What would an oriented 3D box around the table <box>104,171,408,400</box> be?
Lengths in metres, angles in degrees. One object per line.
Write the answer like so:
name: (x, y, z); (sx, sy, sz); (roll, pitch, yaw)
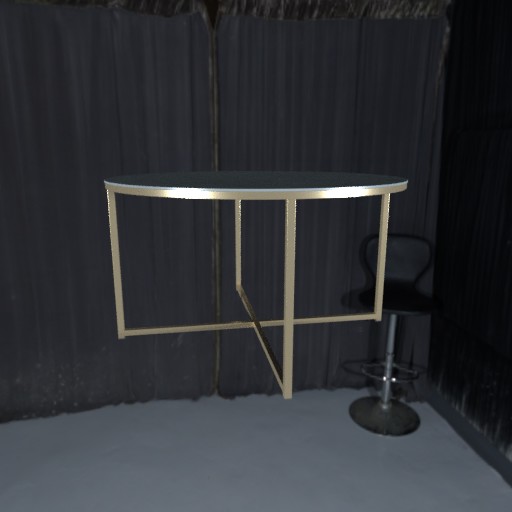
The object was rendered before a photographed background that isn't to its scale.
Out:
table: (0.000, 0.000, 1.282); (0.800, 0.450, 0.800); (0, 13, 0)
